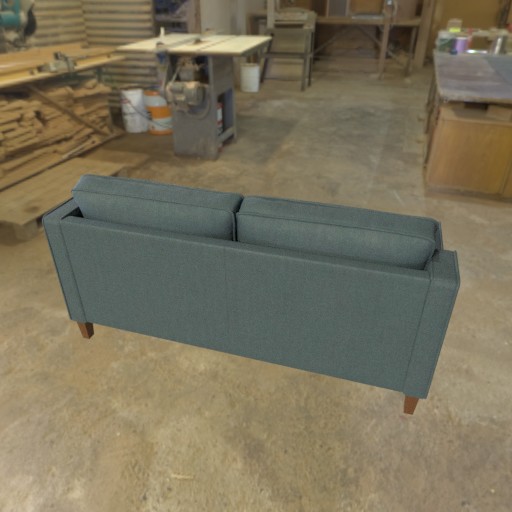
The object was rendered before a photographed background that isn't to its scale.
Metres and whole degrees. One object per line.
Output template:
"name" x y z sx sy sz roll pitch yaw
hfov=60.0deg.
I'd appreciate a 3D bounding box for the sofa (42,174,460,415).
"sofa" 0.000 0.000 2.799 2.178 1.071 1.066 9 32 15
